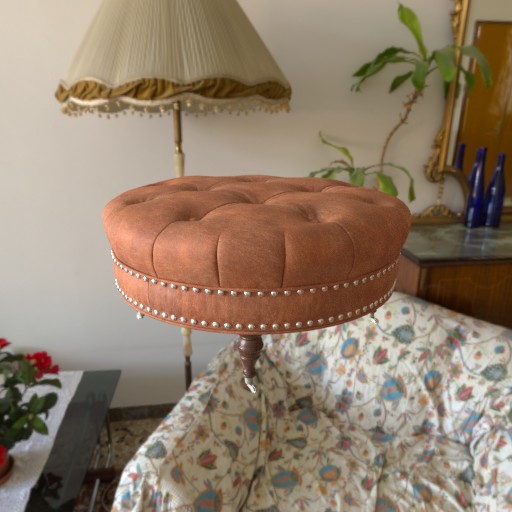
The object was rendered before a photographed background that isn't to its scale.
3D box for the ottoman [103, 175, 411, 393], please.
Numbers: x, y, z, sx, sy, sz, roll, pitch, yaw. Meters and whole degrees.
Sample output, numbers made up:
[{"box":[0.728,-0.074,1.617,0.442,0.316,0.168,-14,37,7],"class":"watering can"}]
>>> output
[{"box":[0.000,0.000,1.387,0.901,0.444,0.901,0,18,0],"class":"ottoman"}]
